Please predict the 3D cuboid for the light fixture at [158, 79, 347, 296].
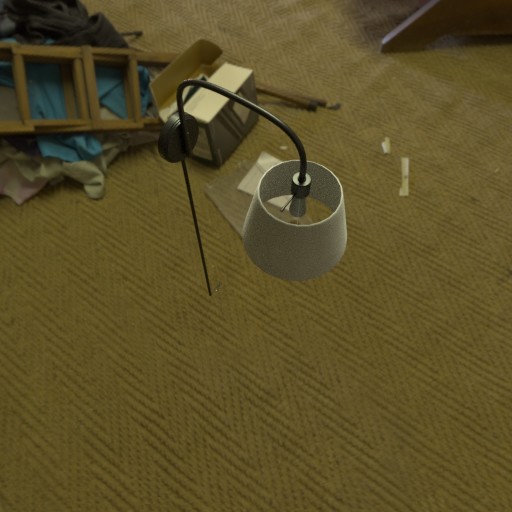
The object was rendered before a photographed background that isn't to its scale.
[{"bbox_3d":[0.000,0.000,0.471,0.176,0.399,0.092,32,64,17],"label":"light fixture"}]
